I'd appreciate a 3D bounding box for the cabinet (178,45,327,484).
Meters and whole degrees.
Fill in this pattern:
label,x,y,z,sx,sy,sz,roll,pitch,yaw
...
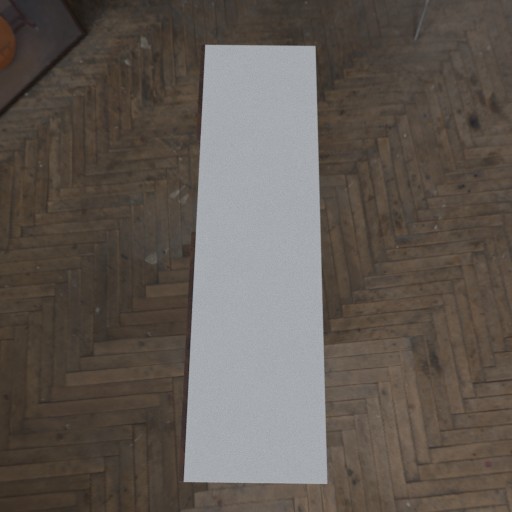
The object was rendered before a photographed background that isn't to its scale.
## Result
label,x,y,z,sx,sy,sz,roll,pitch,yaw
cabinet,0.000,0.000,1.731,0.431,0.533,1.499,1,75,0
